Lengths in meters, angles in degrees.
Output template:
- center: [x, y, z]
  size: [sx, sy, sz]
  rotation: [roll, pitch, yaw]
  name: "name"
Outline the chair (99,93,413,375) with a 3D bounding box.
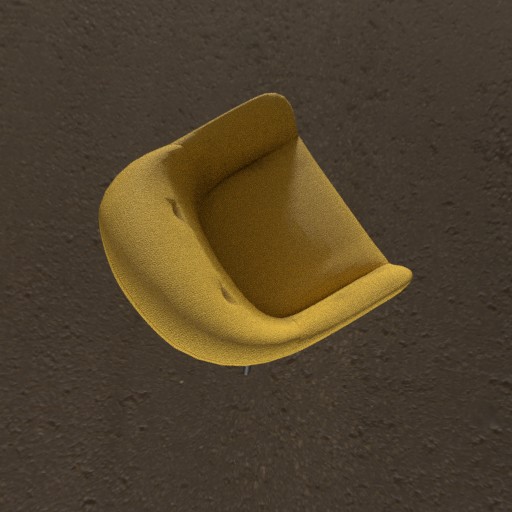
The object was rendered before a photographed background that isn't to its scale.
- center: [0.000, 0.000, 1.161]
  size: [0.565, 0.775, 0.545]
  rotation: [-30, 77, -8]
  name: "chair"
